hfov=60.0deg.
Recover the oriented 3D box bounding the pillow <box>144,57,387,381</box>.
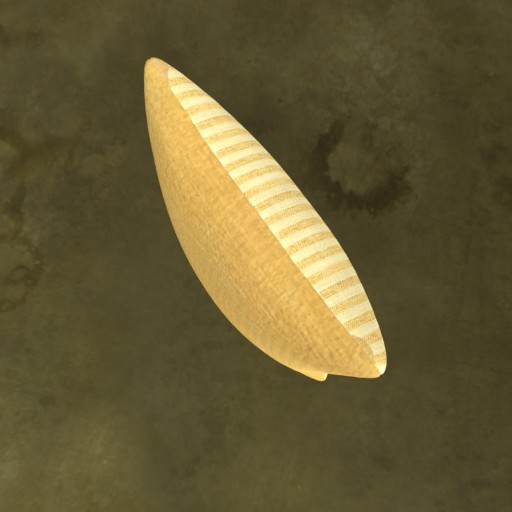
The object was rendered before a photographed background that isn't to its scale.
[{"bbox_3d":[0.000,0.000,0.637,0.173,0.407,0.419,-33,77,-9],"label":"pillow"}]
